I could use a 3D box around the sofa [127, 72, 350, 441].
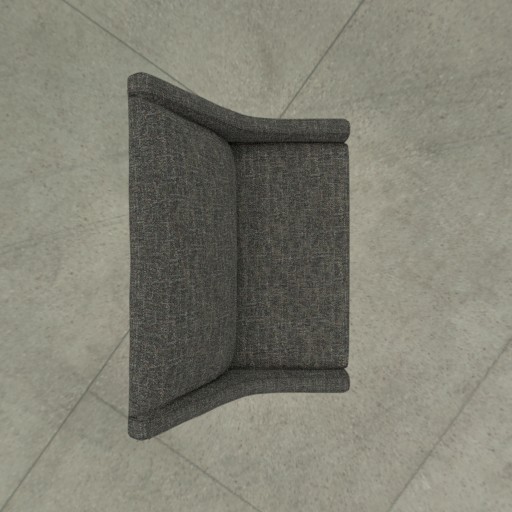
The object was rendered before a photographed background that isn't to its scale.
[{"bbox_3d":[0.000,0.000,1.952,0.870,1.021,1.242,0,90,0],"label":"sofa"}]
